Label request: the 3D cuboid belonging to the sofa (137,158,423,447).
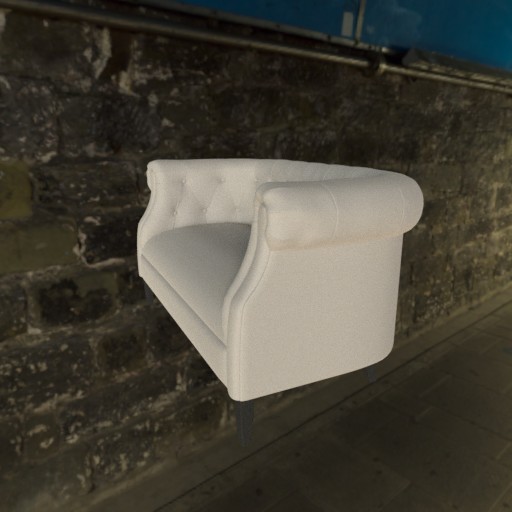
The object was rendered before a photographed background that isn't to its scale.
[{"bbox_3d":[0.000,0.000,2.048,0.835,0.827,1.558,-7,17,-25],"label":"sofa"}]
